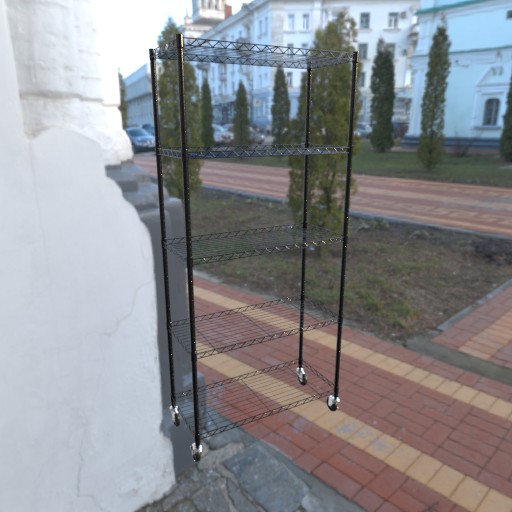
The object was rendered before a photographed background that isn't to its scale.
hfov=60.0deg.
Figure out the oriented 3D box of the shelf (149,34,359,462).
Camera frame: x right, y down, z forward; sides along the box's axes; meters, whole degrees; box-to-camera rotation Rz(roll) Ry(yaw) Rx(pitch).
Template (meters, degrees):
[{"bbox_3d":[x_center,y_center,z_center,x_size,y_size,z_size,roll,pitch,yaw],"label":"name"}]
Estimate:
[{"bbox_3d":[0.000,0.000,1.933,0.762,1.645,0.356,-9,19,-27],"label":"shelf"}]
